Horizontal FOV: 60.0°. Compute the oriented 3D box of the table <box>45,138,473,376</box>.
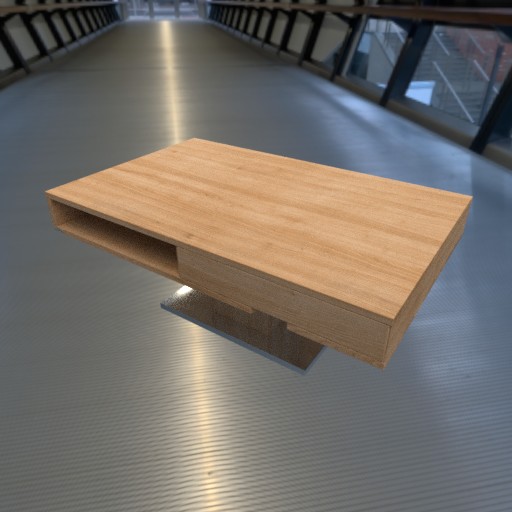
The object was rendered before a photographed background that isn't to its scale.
[{"bbox_3d":[0.000,0.000,1.460,1.100,0.440,0.700,19,36,29],"label":"table"}]
